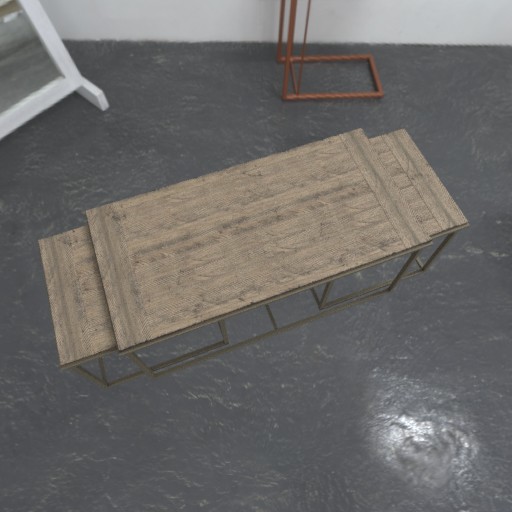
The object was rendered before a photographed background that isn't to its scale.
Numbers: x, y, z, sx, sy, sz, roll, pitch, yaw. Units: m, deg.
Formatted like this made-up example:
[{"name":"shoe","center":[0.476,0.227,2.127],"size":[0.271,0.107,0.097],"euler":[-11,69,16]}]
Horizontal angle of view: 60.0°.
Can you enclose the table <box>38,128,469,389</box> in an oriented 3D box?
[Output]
[{"name":"table","center":[0.000,0.000,1.562],"size":[1.312,0.427,0.489],"euler":[-19,65,-9]}]
